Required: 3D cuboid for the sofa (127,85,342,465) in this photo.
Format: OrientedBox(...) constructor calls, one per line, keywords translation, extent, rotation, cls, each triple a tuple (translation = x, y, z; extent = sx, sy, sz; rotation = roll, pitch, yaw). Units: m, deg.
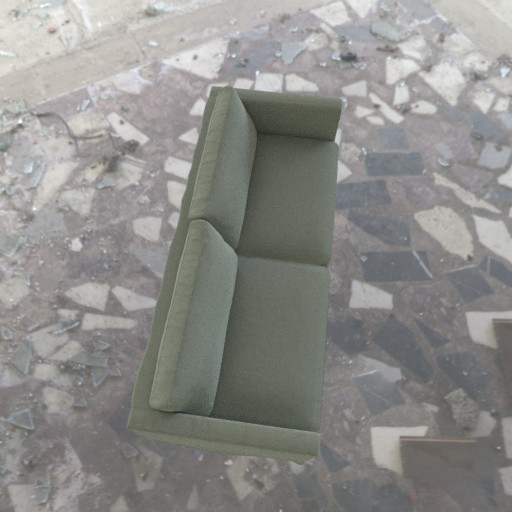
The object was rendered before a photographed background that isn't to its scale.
OrientedBox(translation=(0.000, 0.000, 2.835), extent=(0.962, 0.853, 2.312), rotation=(7, 64, 3), cls="sofa")
